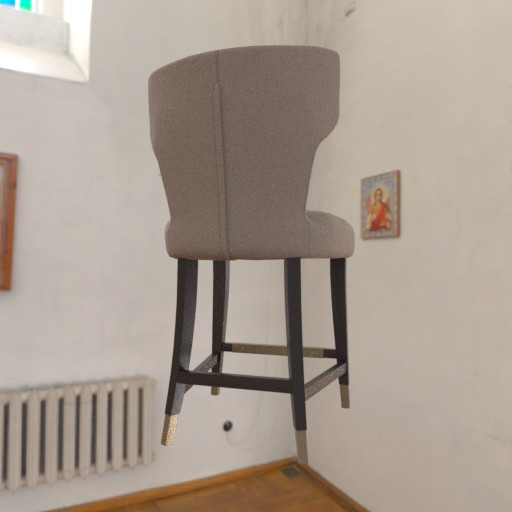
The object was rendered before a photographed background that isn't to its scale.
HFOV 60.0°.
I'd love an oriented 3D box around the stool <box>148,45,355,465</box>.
[{"bbox_3d":[0.000,0.000,1.290,0.527,0.982,0.563,0,-1,18],"label":"stool"}]
